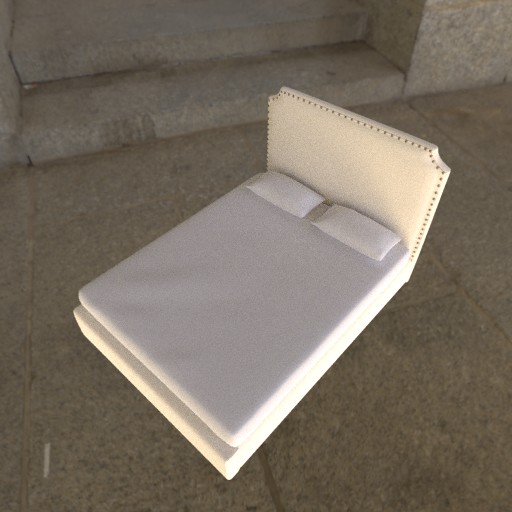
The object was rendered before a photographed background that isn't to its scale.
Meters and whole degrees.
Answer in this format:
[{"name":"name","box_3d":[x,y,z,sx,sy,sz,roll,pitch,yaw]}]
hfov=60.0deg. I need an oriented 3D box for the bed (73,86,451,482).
[{"name":"bed","box_3d":[0.000,0.000,3.423,1.712,1.497,2.372,33,54,28]}]
